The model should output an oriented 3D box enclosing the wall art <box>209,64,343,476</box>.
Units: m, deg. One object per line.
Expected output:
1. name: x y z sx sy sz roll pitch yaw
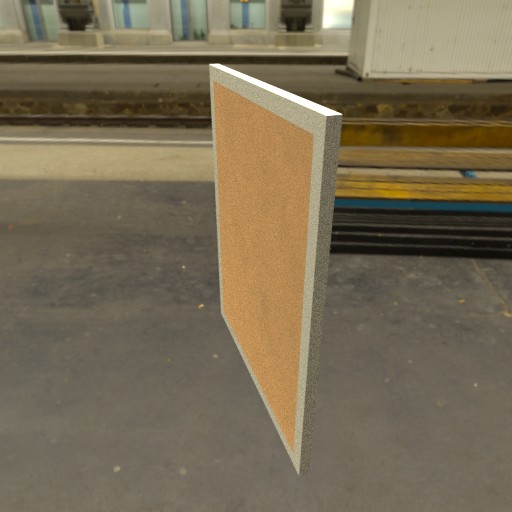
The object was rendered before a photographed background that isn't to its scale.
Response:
1. wall art: 0.000 0.000 1.099 0.026 0.811 0.661 -10 31 -17
